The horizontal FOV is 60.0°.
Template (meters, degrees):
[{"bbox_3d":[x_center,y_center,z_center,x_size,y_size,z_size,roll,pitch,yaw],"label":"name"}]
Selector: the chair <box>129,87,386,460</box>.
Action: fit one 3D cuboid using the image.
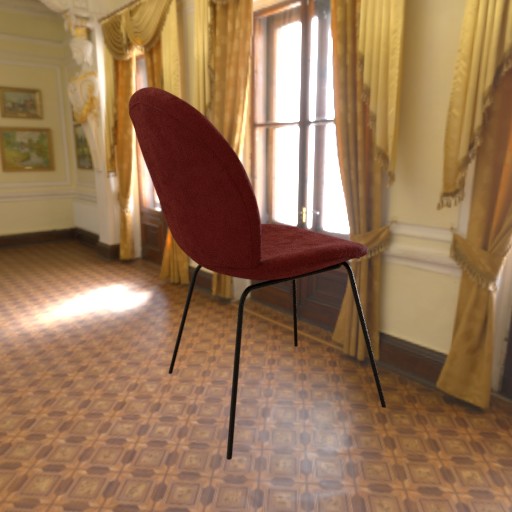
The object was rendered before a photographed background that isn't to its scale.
[{"bbox_3d":[0.000,0.000,1.165,0.587,0.791,0.458,-7,14,-27],"label":"chair"}]
